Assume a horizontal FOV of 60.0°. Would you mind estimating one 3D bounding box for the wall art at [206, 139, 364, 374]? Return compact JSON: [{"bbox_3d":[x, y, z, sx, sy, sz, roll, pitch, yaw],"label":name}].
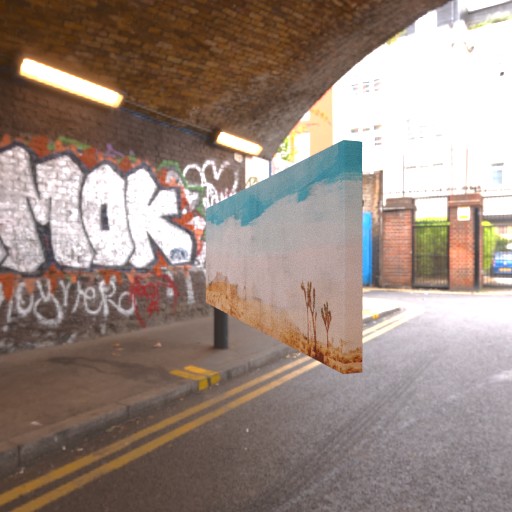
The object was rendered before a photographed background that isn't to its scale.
[{"bbox_3d":[0.000,0.000,0.845,0.044,0.254,0.759,0,0,-18],"label":"wall art"}]
